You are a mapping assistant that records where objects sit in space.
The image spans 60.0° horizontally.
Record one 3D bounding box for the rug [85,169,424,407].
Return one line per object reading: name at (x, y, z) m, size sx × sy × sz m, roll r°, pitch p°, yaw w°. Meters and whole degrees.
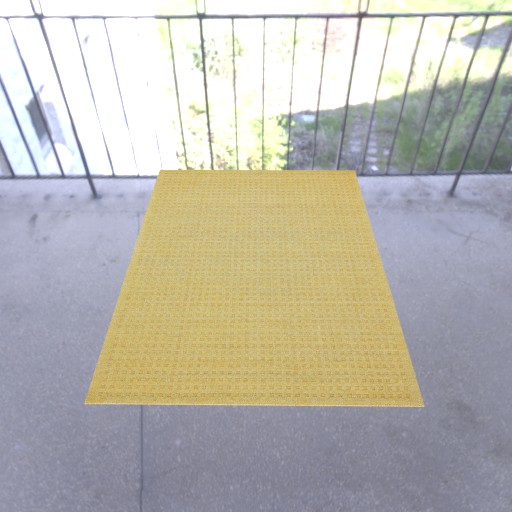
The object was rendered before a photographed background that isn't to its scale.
rug at (0.000, 0.000, 4.443) m, size 2.486 × 0.015 × 3.242 m, roll 0°, pitch 42°, yaw 0°
